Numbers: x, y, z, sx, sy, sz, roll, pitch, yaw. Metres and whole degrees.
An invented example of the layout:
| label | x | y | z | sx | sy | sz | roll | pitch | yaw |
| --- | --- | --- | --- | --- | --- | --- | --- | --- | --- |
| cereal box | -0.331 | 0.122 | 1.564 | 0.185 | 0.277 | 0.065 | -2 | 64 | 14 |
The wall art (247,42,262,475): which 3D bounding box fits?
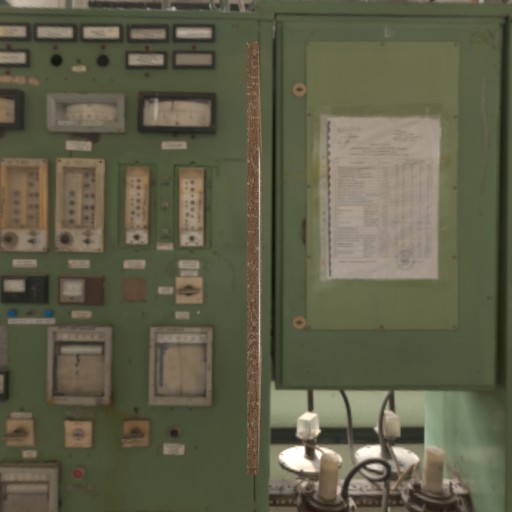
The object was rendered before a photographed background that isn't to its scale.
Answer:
| label | x | y | z | sx | sy | sz | roll | pitch | yaw |
| --- | --- | --- | --- | --- | --- | --- | --- | --- | --- |
| wall art | 0.000 | 0.000 | 0.585 | 0.012 | 0.384 | 0.384 | 0 | 1 | 1 |
